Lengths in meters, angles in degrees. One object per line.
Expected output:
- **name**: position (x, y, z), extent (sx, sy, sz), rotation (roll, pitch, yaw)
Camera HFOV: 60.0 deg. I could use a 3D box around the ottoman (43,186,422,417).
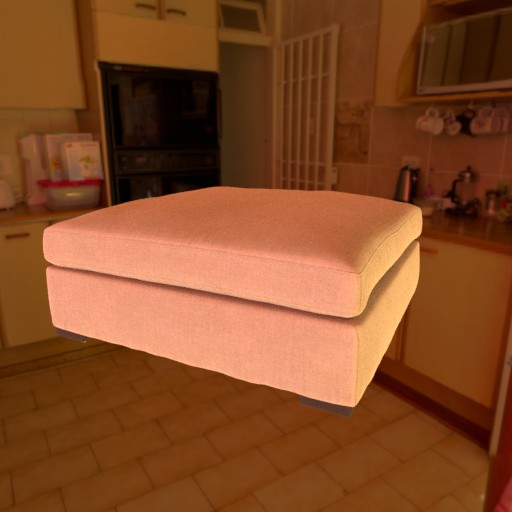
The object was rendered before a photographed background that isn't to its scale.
- **ottoman**: position (0.000, 0.000, 1.851), extent (1.203, 0.517, 1.171), rotation (8, 17, 26)
